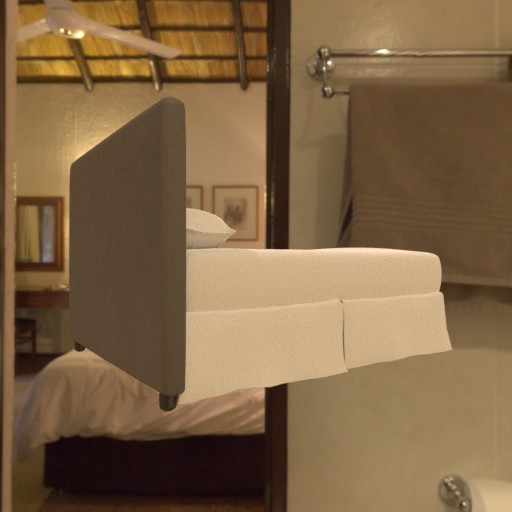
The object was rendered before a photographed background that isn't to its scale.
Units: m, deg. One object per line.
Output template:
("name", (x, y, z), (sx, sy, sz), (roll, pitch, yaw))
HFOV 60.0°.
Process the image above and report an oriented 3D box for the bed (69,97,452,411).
("bed", (0.000, 0.000, 3.099), (2.142, 1.330, 1.723), (0, 0, -35))
